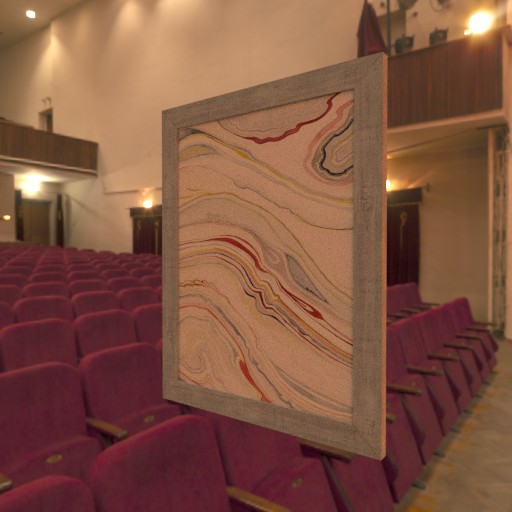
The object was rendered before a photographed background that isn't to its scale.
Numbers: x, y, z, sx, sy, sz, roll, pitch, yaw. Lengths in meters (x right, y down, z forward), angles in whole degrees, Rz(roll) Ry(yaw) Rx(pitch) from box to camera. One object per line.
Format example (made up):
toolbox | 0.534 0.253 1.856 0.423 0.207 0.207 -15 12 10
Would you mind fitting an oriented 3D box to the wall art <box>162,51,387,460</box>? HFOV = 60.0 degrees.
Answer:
wall art | 0.000 0.000 0.814 0.481 0.613 0.020 1 1 36
